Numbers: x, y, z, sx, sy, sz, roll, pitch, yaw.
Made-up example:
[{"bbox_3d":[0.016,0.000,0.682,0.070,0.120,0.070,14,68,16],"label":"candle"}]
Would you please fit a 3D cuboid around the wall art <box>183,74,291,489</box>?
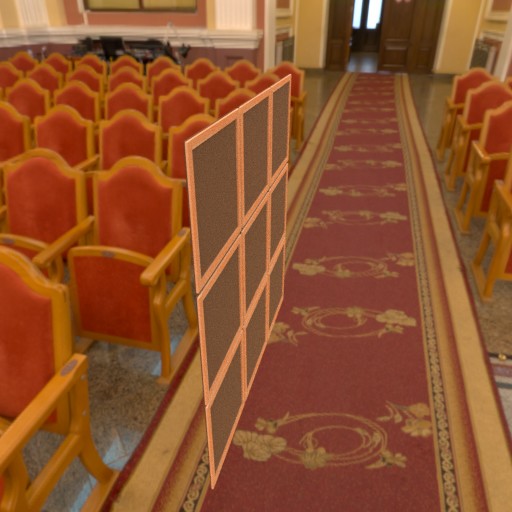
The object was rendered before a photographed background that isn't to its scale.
[{"bbox_3d":[0.000,0.000,2.219,0.013,1.525,1.520,7,30,13],"label":"wall art"}]
